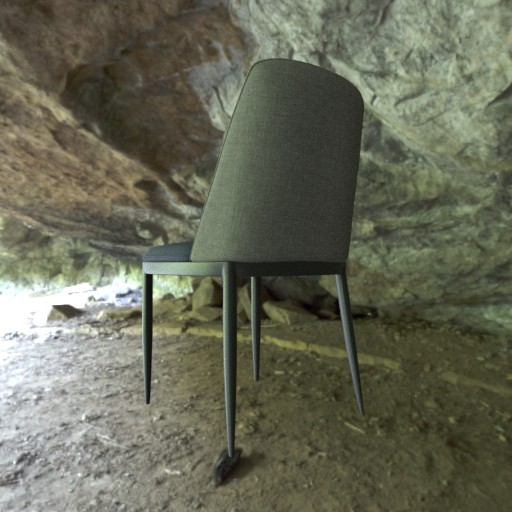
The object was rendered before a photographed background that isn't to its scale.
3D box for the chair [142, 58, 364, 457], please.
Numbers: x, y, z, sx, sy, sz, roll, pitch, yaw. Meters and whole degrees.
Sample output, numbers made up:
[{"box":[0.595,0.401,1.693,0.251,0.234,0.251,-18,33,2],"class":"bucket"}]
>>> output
[{"box":[0.000,0.000,1.216,0.488,0.855,0.550,1,-1,-38],"class":"chair"}]
